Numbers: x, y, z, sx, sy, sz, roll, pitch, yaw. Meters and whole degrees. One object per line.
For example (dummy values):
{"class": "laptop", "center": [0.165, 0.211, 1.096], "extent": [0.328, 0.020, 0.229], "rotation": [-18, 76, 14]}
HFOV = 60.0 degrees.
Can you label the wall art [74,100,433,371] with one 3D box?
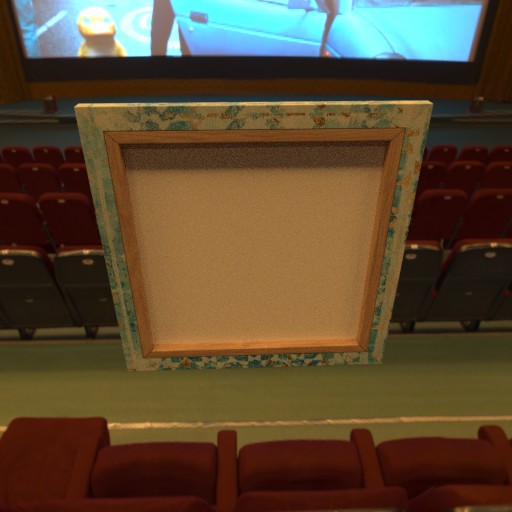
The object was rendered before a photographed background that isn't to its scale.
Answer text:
{"class": "wall art", "center": [0.000, 0.000, 1.378], "extent": [0.916, 0.916, 0.040], "rotation": [-1, 31, -2]}
